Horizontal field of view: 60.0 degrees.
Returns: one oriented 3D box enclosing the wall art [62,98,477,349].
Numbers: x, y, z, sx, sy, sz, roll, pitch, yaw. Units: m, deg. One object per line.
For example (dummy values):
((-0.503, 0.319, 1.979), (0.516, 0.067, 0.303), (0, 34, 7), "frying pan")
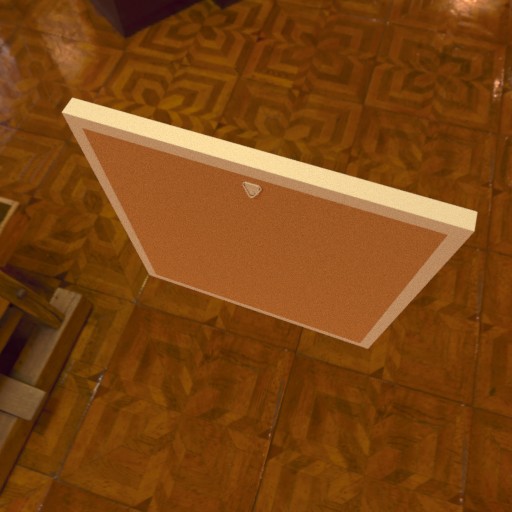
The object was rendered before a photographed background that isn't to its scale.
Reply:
((0.000, 0.000, 1.120), (0.761, 0.762, 0.050), (18, 65, 8), "wall art")
